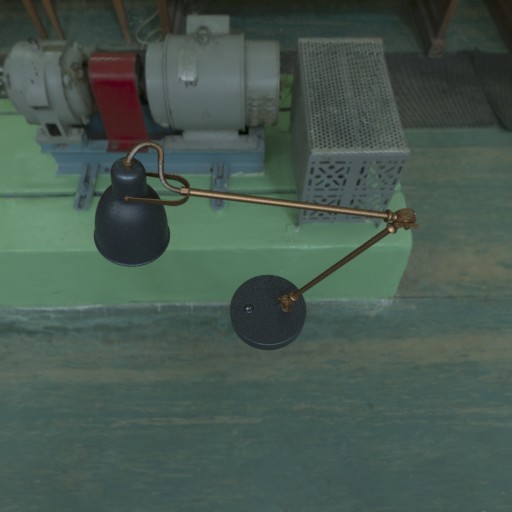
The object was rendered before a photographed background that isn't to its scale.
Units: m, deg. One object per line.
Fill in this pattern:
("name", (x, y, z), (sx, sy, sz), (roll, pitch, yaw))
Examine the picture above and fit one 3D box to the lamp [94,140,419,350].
("lamp", (0.000, 0.000, 0.862), (0.561, 0.587, 0.187), (-2, 60, -1))
